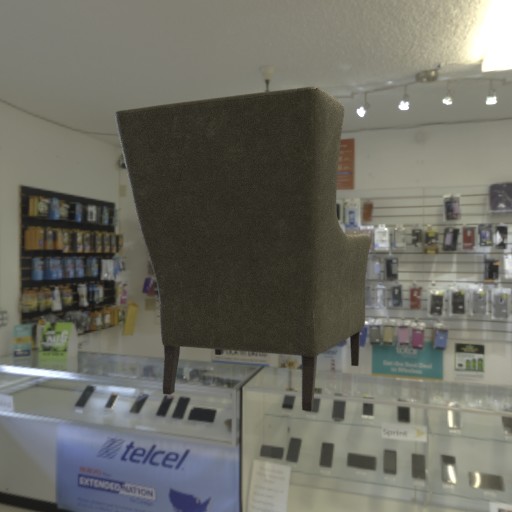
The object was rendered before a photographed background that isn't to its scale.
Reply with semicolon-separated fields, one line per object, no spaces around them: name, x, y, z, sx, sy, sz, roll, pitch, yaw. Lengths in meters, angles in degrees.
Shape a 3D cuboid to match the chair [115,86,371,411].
chair;0.000;0.000;1.778;0.853;1.016;0.926;0;0;19
